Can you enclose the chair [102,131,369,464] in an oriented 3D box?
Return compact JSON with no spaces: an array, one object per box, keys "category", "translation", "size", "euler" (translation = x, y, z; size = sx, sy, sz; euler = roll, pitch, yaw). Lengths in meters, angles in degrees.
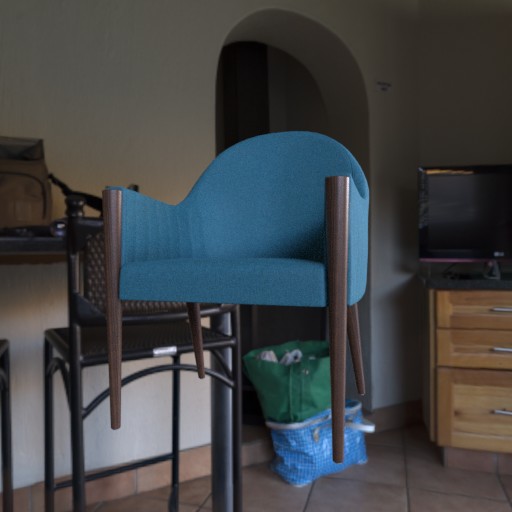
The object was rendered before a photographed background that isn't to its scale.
[{"category":"chair","translation":[0.000,0.000,1.337],"size":[0.656,0.907,0.652],"euler":[0,0,19]}]
